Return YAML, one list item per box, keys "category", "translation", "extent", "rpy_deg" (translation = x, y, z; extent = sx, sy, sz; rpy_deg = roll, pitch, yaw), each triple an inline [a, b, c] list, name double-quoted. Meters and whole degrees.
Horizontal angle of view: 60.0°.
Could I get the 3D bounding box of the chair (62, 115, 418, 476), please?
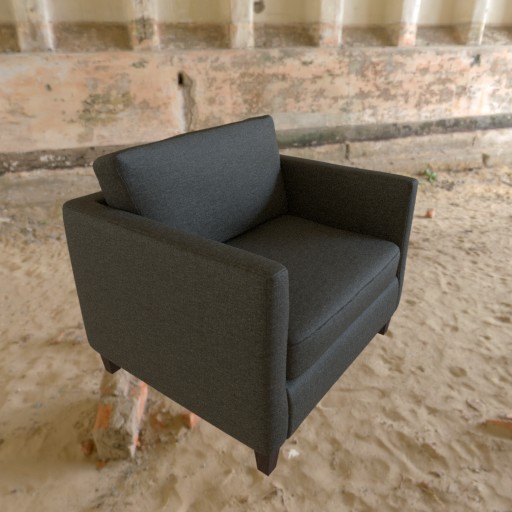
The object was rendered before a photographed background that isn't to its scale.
- category: "chair"
  translation: [0.000, 0.000, 1.812]
  extent: [0.959, 0.963, 1.107]
  rpy_deg: [18, 32, 33]
